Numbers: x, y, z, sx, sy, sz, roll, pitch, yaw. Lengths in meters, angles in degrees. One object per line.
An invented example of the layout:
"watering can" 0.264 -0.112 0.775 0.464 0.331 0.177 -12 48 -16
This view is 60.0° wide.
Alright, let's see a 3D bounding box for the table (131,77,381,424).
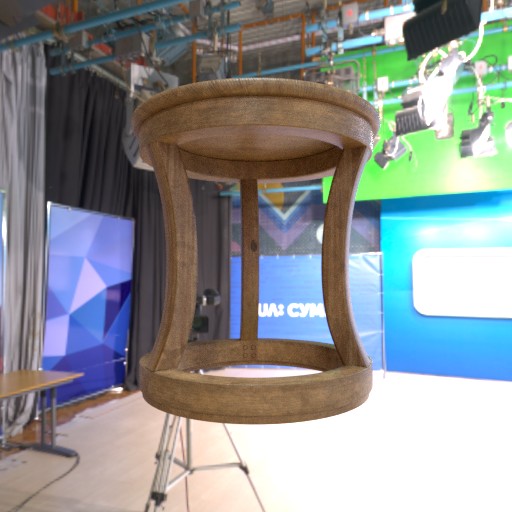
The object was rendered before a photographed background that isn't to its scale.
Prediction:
"table" 0.000 0.000 0.789 0.432 0.460 0.432 0 -2 0
